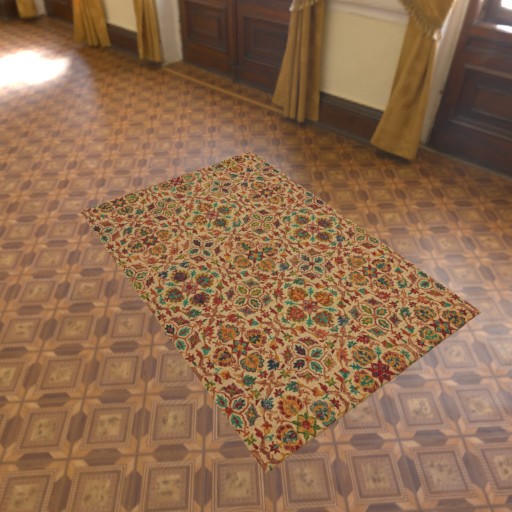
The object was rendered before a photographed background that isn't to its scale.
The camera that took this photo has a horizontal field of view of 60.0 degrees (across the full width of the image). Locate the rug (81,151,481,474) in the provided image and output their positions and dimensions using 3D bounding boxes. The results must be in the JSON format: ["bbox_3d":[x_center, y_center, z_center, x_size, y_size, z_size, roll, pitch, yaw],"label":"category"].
[{"bbox_3d":[0.000,0.000,2.905,1.541,0.018,2.297,-26,48,-26],"label":"rug"}]
